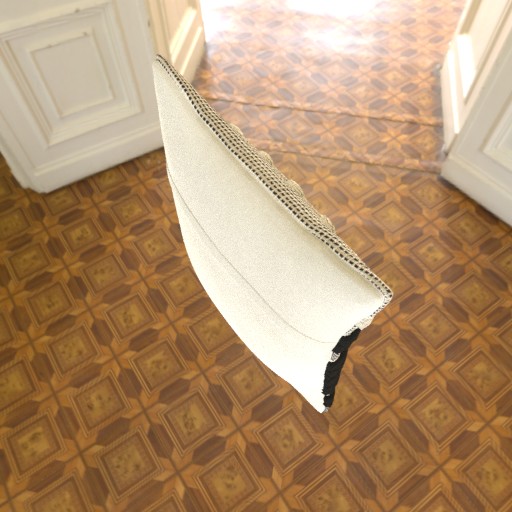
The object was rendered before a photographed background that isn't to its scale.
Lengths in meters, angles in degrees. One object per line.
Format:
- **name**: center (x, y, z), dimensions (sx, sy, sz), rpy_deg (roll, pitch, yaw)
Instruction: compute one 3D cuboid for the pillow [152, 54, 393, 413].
- **pillow**: center (0.000, 0.000, 0.667), dimensions (0.156, 0.438, 0.436), rpy_deg (-31, 63, -18)
